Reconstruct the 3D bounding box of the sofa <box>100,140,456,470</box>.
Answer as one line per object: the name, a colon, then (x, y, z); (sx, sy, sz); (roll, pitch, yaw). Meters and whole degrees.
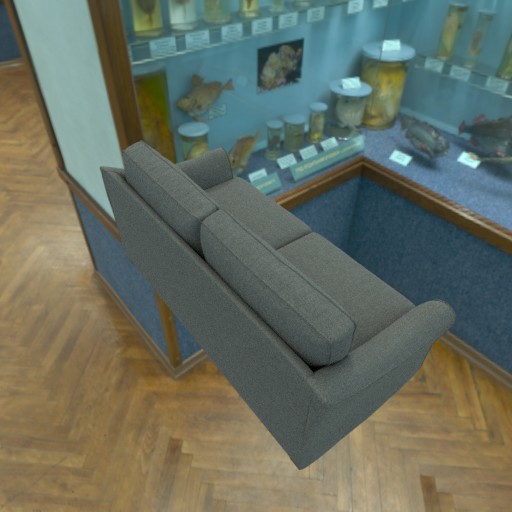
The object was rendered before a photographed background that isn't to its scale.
sofa: (0.000, 0.000, 2.746); (1.013, 0.976, 2.203); (-27, 48, -27)
